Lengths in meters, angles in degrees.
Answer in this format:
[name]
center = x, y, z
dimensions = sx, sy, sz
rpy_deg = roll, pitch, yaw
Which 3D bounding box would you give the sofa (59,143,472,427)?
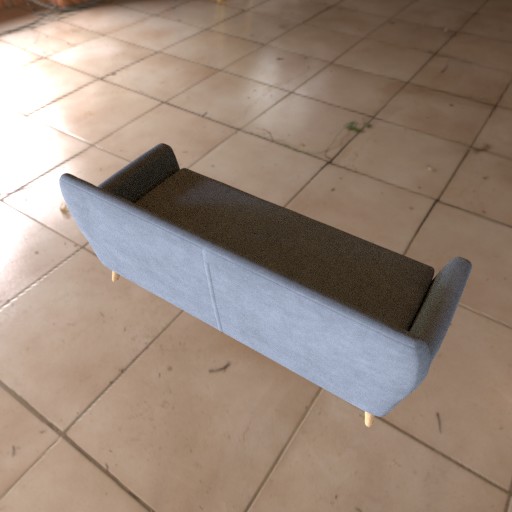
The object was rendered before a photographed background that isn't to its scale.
[sofa]
center = 0.000, 0.000, 2.356
dimensions = 1.970, 0.830, 0.830
rpy_deg = 25, 51, 22
